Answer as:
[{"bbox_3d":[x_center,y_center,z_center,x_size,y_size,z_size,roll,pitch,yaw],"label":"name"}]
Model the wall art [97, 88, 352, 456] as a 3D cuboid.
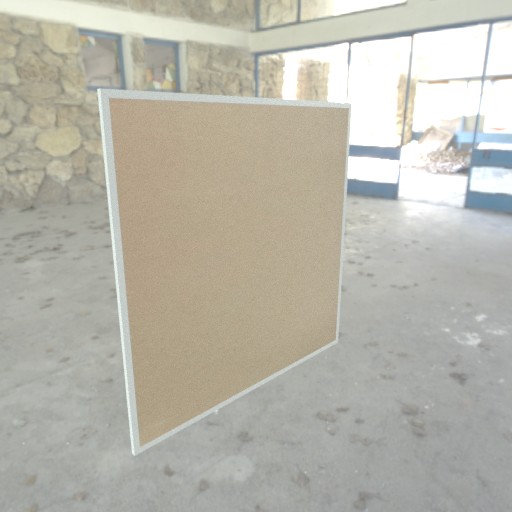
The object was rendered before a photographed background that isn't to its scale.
[{"bbox_3d":[0.000,0.000,1.201,0.809,0.809,0.012,-16,23,-42],"label":"wall art"}]
